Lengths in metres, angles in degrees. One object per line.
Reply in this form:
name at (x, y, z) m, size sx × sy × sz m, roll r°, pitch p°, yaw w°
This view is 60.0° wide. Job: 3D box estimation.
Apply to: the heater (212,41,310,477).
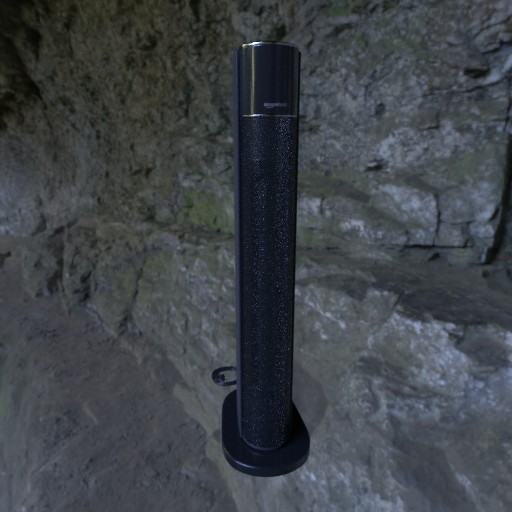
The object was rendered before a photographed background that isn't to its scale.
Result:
heater at (0.000, 0.000, 1.040) m, size 0.214 × 0.856 × 0.458 m, roll -2°, pitch 16°, yaw -8°
